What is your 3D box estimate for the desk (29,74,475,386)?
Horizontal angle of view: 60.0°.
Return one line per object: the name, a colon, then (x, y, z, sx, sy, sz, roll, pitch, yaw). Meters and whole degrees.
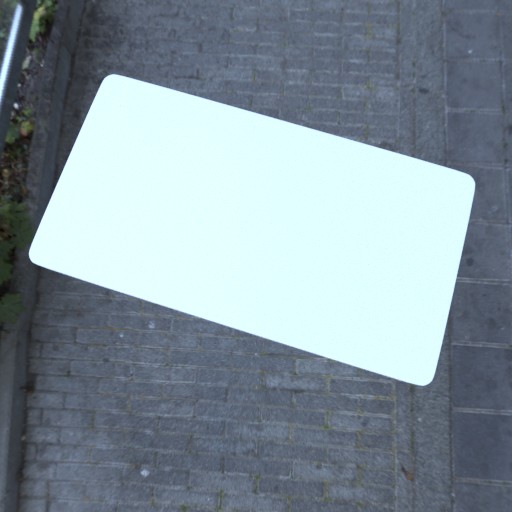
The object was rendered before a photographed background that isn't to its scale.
desk: (0.000, 0.000, 1.325, 0.877, 0.763, 0.475, 17, 78, 4)
